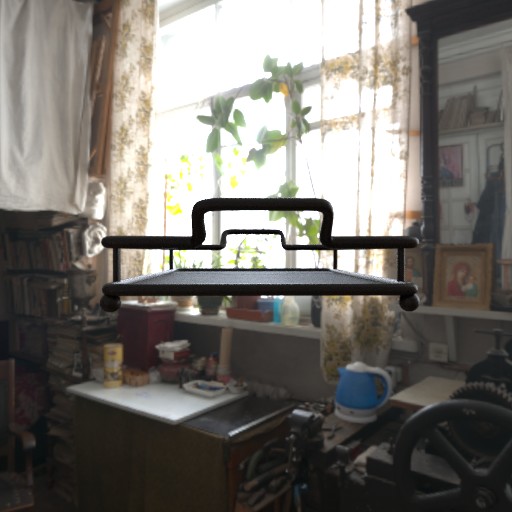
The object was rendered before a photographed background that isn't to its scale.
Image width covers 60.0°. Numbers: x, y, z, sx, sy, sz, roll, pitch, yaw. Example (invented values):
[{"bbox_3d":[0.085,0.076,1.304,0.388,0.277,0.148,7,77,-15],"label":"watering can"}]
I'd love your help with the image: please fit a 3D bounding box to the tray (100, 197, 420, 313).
[{"bbox_3d":[0.000,0.000,0.610,0.297,0.101,0.495,0,0,-1],"label":"tray"}]
